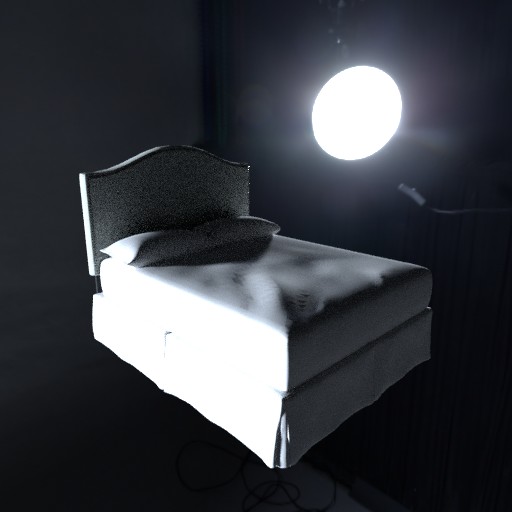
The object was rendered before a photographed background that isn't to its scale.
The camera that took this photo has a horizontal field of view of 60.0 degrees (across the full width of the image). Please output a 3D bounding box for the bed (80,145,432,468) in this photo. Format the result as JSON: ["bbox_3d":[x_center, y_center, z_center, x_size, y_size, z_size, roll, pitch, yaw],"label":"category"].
[{"bbox_3d":[0.000,0.000,3.398,1.813,1.607,2.180,-15,21,-43],"label":"bed"}]
